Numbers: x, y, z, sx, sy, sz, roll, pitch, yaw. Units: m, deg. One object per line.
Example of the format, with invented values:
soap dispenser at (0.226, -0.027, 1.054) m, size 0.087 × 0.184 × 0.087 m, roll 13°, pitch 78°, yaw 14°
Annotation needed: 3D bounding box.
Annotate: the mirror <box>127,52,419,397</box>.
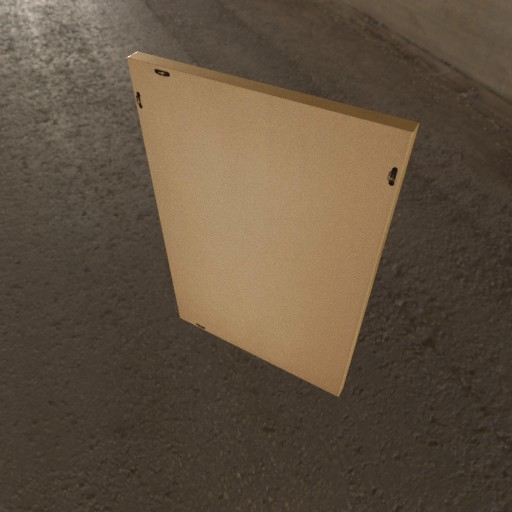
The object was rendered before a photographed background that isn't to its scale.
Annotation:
mirror at (0.000, 0.000, 1.164) m, size 0.609 × 0.915 × 0.041 m, roll 22°, pitch 50°, yaw 20°
